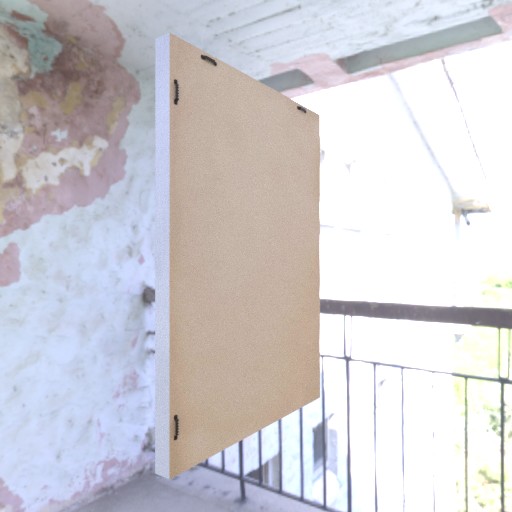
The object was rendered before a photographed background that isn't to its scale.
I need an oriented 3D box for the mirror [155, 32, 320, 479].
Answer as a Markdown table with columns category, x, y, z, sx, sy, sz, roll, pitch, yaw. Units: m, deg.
| category | x | y | z | sx | sy | sz | roll | pitch | yaw |
| --- | --- | --- | --- | --- | --- | --- | --- | --- | --- |
| mirror | 0.000 | 0.000 | 0.917 | 0.039 | 0.710 | 0.507 | 0 | 0 | 36 |
